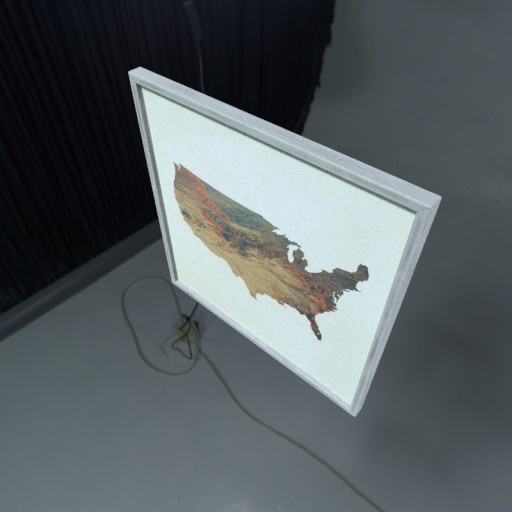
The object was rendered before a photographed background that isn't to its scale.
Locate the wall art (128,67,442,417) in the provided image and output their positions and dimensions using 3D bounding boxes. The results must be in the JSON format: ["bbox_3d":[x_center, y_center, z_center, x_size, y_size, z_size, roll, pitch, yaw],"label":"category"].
[{"bbox_3d":[0.000,0.000,0.458,0.303,0.303,0.015,32,54,27],"label":"wall art"}]
